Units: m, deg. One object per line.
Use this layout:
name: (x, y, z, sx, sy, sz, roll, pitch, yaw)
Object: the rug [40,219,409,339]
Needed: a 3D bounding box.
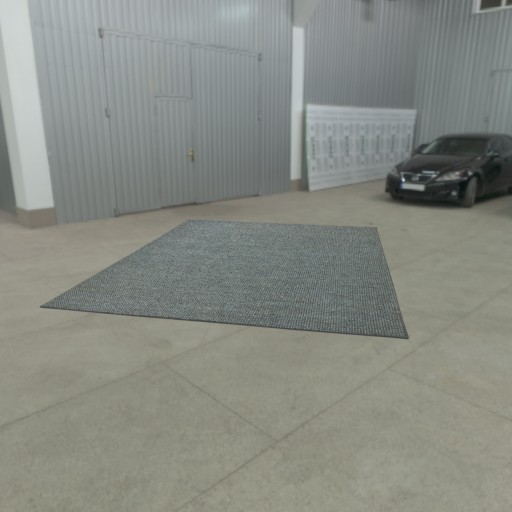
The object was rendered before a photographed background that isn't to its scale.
rug: (0.000, 0.000, 4.271, 2.456, 0.021, 3.068, 3, 17, 11)
